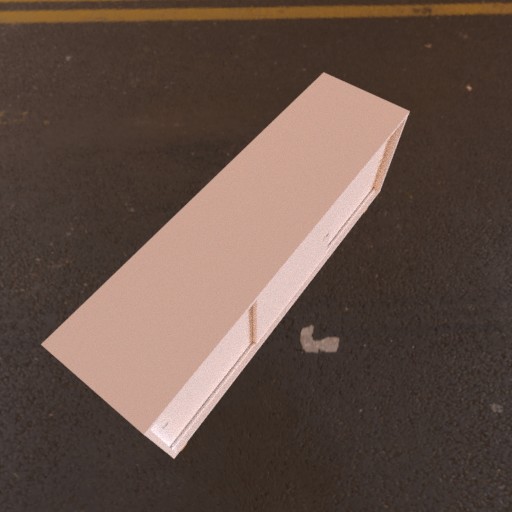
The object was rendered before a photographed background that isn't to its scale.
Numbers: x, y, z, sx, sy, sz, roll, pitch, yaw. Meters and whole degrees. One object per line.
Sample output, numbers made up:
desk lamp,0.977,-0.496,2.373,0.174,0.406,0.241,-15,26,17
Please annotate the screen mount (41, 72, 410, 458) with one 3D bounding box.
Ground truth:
screen mount,0.000,0.000,1.760,0.400,0.619,1.490,32,64,18
